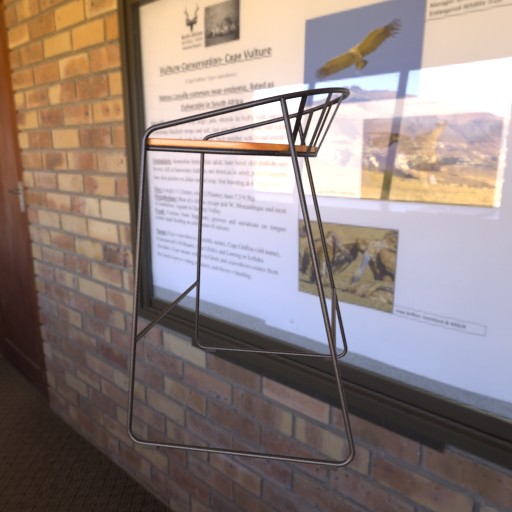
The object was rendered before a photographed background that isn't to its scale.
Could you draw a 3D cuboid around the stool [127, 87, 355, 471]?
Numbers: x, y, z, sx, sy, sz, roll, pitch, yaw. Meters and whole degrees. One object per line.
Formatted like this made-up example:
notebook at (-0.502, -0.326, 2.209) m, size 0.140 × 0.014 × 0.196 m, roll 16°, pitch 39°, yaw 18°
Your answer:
stool at (0.000, 0.000, 1.164) m, size 0.521 × 0.812 × 0.546 m, roll 2°, pitch 13°, yaw 9°
